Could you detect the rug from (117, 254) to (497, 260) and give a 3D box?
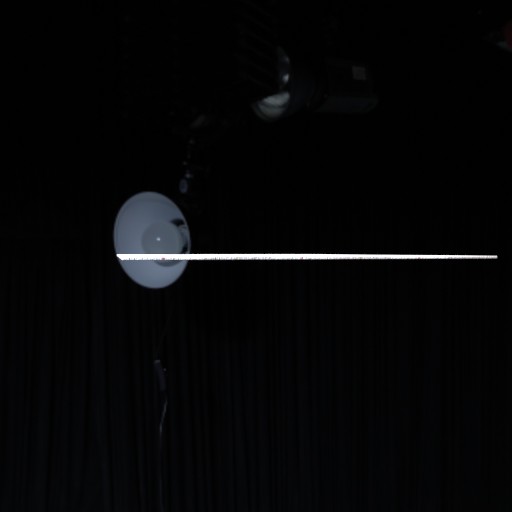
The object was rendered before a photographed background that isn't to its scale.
[{"bbox_3d":[0.000,0.000,3.913,2.317,0.016,2.959,0,0,-18],"label":"rug"}]
